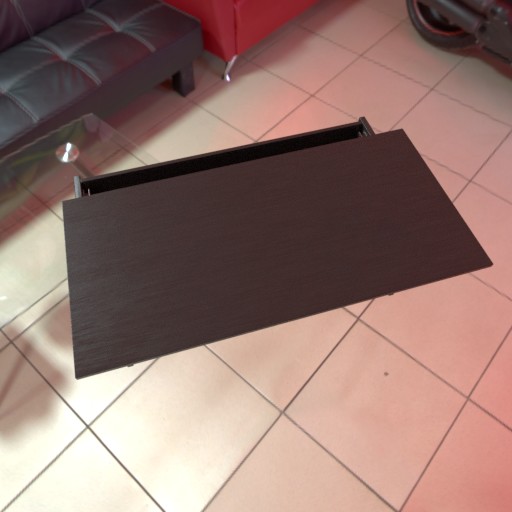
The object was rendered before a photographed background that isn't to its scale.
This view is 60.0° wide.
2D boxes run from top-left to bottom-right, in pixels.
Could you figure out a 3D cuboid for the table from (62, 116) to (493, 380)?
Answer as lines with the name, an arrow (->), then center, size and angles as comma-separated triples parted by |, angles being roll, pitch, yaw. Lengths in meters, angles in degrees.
table -> 0.000, 0.000, 1.428 | 1.000, 0.570, 0.712 | -14, 59, -9
